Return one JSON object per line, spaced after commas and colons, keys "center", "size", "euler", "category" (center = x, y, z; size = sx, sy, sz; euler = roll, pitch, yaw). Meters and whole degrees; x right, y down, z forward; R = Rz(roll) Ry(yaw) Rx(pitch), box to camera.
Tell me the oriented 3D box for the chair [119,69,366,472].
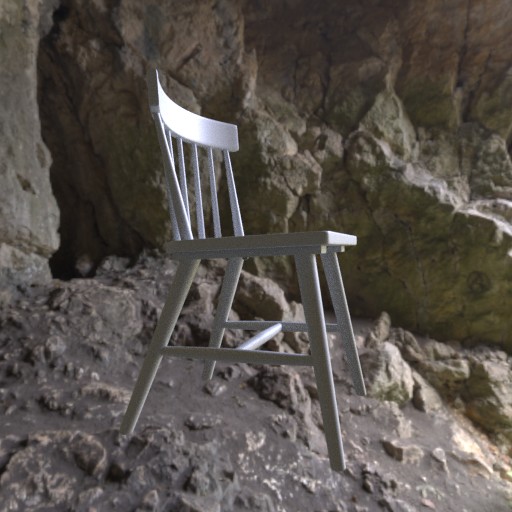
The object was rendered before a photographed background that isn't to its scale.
{"center": [0.000, 0.000, 1.101], "size": [0.500, 0.787, 0.483], "euler": [0, 1, 19], "category": "chair"}
